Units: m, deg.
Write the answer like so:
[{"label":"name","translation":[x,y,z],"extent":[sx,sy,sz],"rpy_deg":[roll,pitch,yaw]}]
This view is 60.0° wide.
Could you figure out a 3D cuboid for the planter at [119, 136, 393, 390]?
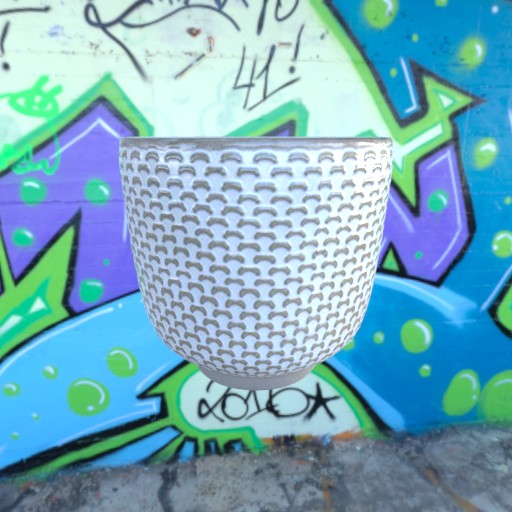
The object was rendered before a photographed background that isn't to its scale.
[{"label":"planter","translation":[0.000,0.000,0.308],"extent":[0.173,0.160,0.173],"rpy_deg":[0,15,0]}]
